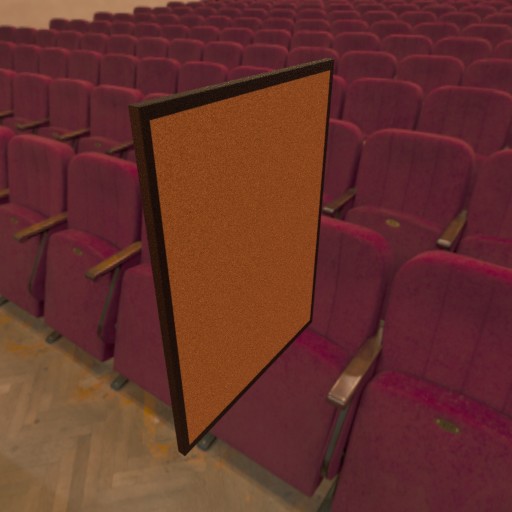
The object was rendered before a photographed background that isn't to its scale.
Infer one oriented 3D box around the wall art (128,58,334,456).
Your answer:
[{"bbox_3d":[0.000,0.000,1.350,0.030,1.027,0.774,21,37,30],"label":"wall art"}]
